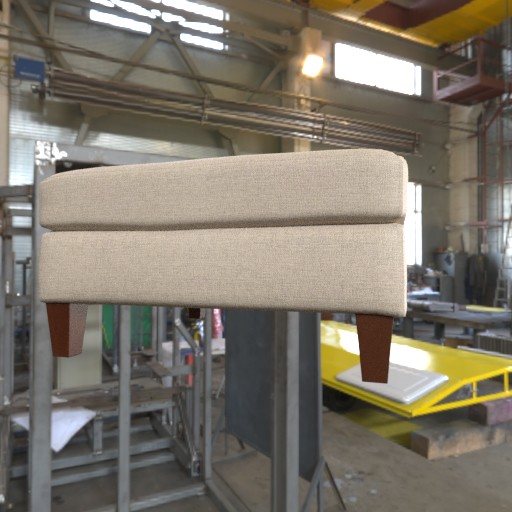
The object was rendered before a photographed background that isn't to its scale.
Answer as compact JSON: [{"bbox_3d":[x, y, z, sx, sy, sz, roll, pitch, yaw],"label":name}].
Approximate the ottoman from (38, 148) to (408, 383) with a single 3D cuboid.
[{"bbox_3d":[0.000,0.000,1.303,0.838,0.481,0.838,0,-1,18],"label":"ottoman"}]
